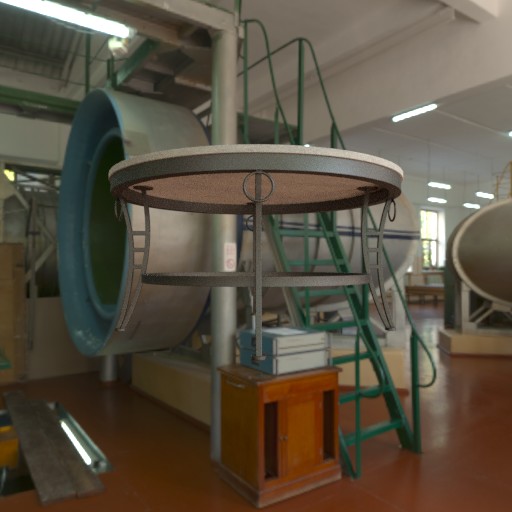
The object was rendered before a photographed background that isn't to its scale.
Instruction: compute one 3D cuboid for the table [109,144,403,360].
[{"bbox_3d":[0.000,0.000,1.405,0.889,0.470,0.889,0,-1,0],"label":"table"}]
